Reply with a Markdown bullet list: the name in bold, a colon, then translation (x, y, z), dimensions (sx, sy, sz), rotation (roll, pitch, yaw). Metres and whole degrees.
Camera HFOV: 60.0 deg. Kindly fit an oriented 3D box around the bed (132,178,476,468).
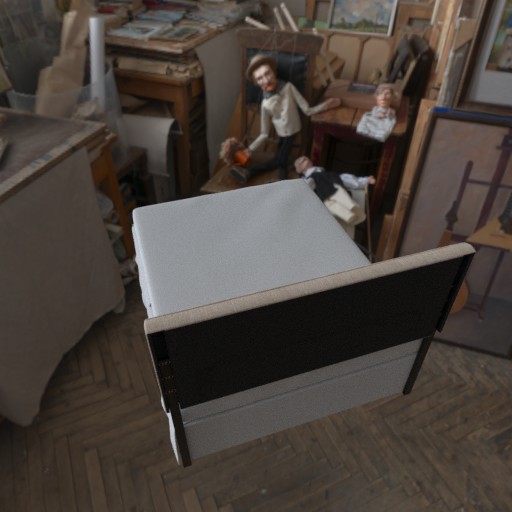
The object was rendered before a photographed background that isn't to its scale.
- **bed**: translation (0.000, 0.000, 3.053), dimensions (1.643, 1.270, 1.978), rotation (-12, 43, -14)
